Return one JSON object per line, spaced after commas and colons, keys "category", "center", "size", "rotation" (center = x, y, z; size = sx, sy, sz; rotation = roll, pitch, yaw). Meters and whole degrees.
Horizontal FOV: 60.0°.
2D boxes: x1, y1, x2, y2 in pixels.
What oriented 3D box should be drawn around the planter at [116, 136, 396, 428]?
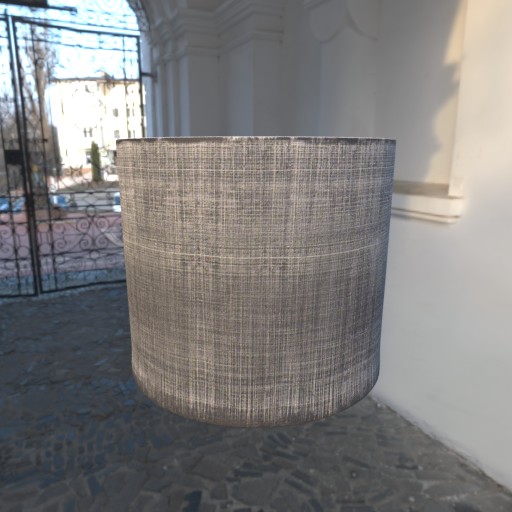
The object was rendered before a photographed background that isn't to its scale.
{"category": "planter", "center": [0.000, 0.000, 0.312], "size": [0.178, 0.157, 0.178], "rotation": [0, 13, 0]}
